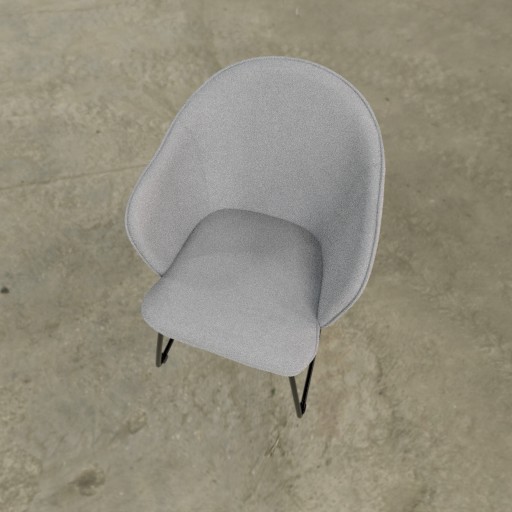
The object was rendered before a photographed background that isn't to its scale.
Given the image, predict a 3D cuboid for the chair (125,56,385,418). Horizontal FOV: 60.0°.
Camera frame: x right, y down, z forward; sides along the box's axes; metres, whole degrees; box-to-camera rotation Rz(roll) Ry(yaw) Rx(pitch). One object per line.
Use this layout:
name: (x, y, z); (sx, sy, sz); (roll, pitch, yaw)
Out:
chair: (0.000, 0.000, 1.206); (0.570, 0.817, 0.592); (16, 60, 10)
